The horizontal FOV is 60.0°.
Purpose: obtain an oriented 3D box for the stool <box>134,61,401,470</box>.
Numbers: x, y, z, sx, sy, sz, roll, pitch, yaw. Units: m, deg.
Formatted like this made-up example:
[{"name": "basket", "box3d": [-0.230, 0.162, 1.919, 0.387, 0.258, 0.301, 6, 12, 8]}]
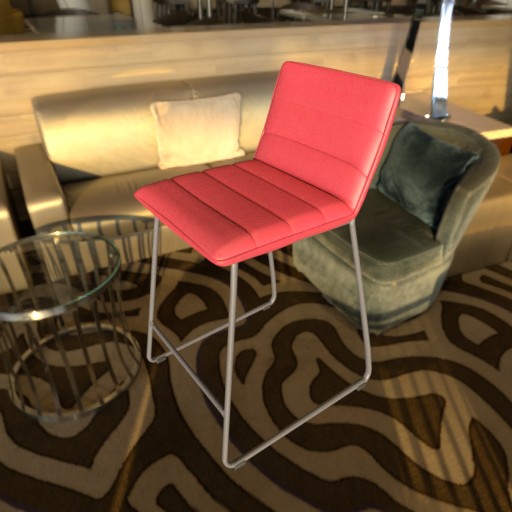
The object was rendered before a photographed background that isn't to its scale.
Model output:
[{"name": "stool", "box3d": [0.000, 0.000, 1.160, 0.524, 0.866, 0.489, -22, 39, -30]}]
